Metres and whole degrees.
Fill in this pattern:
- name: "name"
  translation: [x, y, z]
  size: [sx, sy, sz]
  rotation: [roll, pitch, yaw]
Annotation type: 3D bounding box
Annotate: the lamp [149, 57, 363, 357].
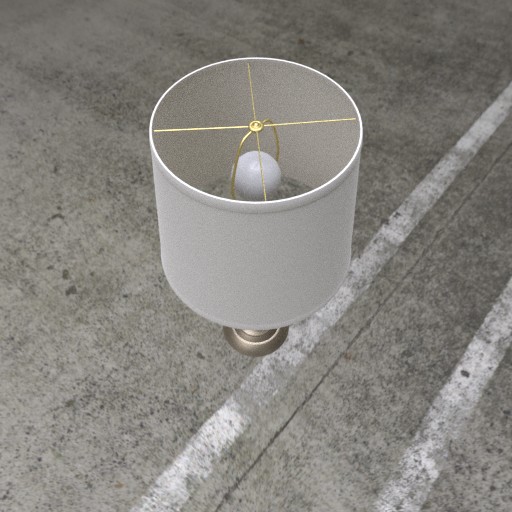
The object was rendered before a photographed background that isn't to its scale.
- name: "lamp"
  translation: [0.000, 0.000, 0.808]
  size: [0.328, 0.619, 0.328]
  rotation: [0, 57, 0]
